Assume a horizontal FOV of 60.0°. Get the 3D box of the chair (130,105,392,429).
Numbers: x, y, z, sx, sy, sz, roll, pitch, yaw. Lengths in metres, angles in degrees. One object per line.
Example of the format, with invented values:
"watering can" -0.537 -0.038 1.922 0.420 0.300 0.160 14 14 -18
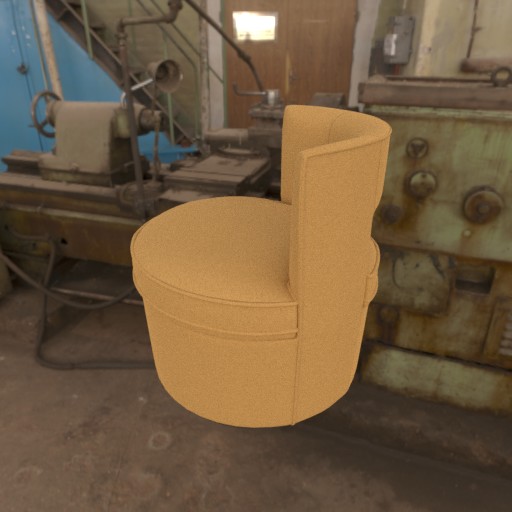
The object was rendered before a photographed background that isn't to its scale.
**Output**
"chair" 0.000 0.000 1.219 0.665 0.723 0.650 0 27 1
